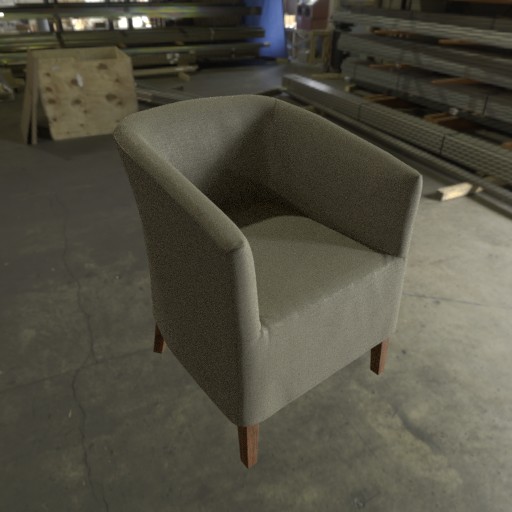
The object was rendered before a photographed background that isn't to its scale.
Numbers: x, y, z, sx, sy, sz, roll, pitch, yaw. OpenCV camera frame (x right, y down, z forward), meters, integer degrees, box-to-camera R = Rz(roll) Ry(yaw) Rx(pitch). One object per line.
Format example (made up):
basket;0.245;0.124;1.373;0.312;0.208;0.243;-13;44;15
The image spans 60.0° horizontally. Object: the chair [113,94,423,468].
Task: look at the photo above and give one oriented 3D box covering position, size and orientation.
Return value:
chair;0.000;0.000;1.293;0.600;0.771;0.668;-22;38;-31
